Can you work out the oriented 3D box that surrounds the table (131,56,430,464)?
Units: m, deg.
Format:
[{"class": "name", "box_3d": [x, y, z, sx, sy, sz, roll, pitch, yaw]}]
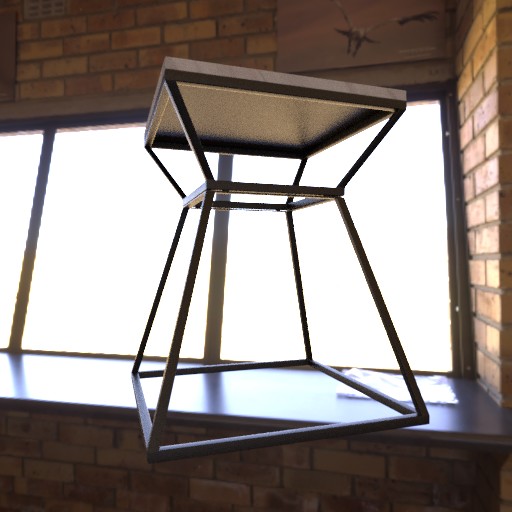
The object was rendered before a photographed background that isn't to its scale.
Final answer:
[{"class": "table", "box_3d": [0.000, 0.000, 0.878, 0.455, 0.559, 0.455, 0, -1, -18]}]
